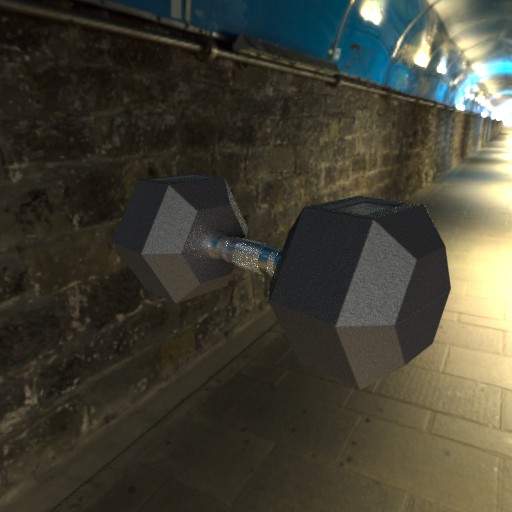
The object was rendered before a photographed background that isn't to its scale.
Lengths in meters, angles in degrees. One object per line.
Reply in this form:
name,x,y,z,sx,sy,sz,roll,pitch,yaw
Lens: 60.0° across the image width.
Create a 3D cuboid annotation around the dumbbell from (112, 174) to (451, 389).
dumbbell,0.000,0.000,0.456,0.361,0.137,0.157,16,23,42
